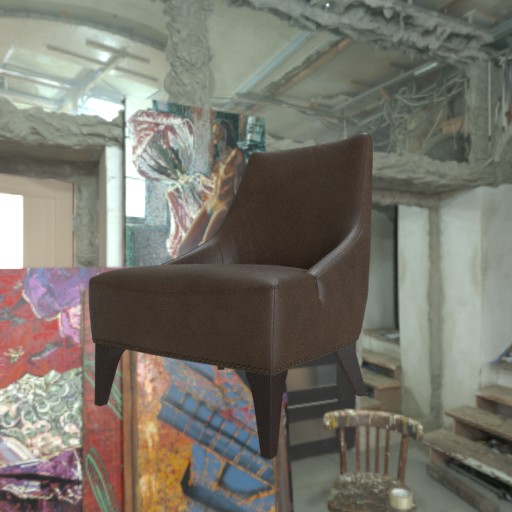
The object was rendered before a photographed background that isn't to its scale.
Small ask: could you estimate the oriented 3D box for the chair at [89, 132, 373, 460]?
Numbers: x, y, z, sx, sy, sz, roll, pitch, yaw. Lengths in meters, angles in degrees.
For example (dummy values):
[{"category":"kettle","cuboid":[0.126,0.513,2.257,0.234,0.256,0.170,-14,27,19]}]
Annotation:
[{"category":"chair","cuboid":[0.000,0.000,1.486,0.701,0.909,0.861,0,-1,36]}]
